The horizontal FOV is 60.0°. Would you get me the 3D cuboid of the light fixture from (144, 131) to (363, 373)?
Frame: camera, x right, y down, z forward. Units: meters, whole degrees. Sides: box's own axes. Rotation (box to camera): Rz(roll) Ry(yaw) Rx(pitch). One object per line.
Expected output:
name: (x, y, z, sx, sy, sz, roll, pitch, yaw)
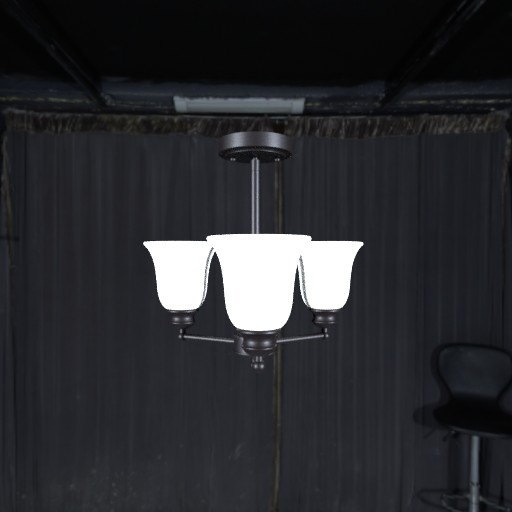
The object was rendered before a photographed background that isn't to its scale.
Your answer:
light fixture: (0.000, 0.000, 0.682, 0.388, 0.370, 0.354, 0, 0, -2)
